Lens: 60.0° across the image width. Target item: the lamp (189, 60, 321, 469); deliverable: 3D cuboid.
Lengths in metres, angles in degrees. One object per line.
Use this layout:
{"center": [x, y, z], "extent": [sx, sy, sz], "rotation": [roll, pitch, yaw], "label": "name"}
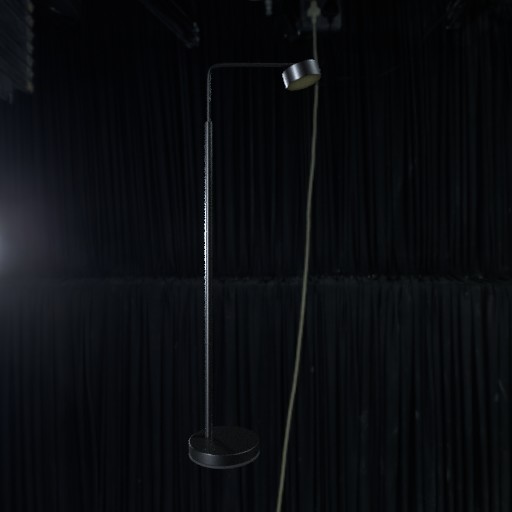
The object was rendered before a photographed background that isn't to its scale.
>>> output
{"center": [0.000, 0.000, 1.389], "extent": [0.418, 1.230, 0.219], "rotation": [0, 0, -1], "label": "lamp"}
